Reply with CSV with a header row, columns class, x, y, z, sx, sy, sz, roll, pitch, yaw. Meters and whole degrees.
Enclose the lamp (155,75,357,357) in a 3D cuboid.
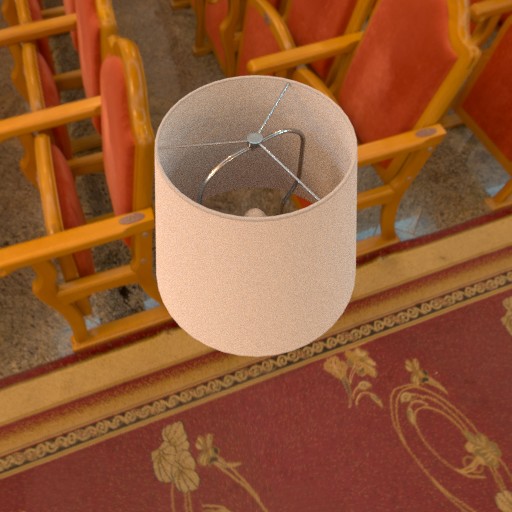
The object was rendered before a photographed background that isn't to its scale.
class,x,y,z,sx,sy,sz,roll,pitch,yaw
lamp,0.000,0.000,0.559,0.254,0.392,0.254,0,58,0
